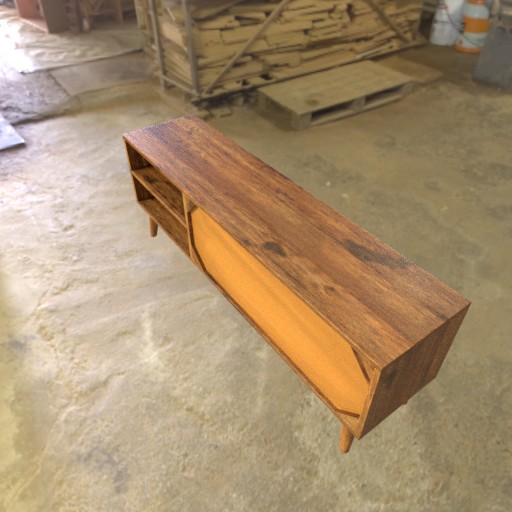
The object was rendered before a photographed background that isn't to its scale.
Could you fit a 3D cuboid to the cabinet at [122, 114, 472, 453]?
[{"bbox_3d":[0.000,0.000,1.703,0.349,0.528,1.448,-26,48,-26],"label":"cabinet"}]
